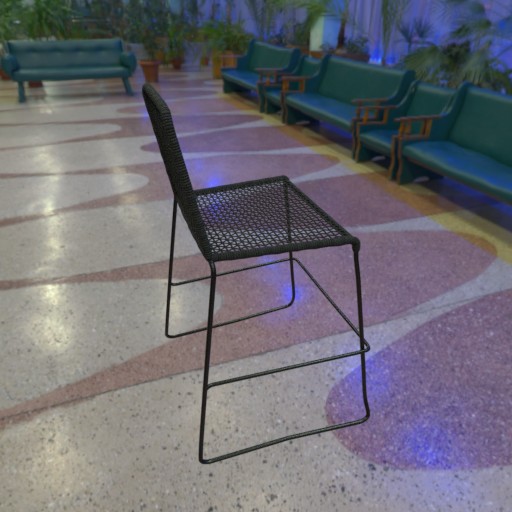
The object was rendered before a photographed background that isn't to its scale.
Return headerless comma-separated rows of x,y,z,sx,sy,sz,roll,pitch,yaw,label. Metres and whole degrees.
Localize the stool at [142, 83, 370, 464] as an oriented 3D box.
0.000,0.000,1.235,0.509,0.905,0.590,-10,33,-17,stool
